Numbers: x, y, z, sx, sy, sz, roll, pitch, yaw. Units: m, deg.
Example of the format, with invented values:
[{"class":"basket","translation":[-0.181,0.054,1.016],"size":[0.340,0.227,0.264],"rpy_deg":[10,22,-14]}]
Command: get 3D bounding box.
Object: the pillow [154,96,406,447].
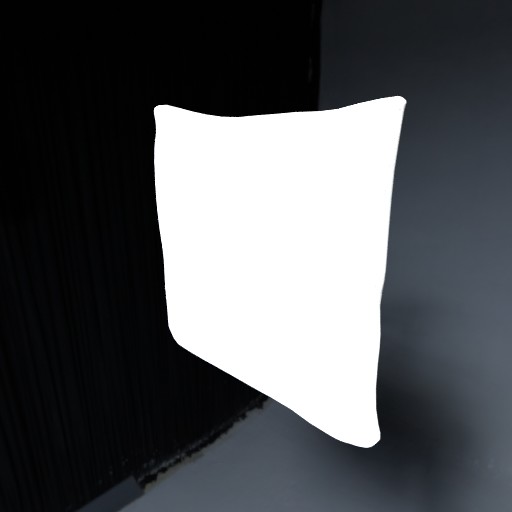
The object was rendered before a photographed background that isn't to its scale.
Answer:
[{"class":"pillow","translation":[0.000,0.000,0.749],"size":[0.219,0.491,0.496],"rpy_deg":[-16,23,-42]}]
